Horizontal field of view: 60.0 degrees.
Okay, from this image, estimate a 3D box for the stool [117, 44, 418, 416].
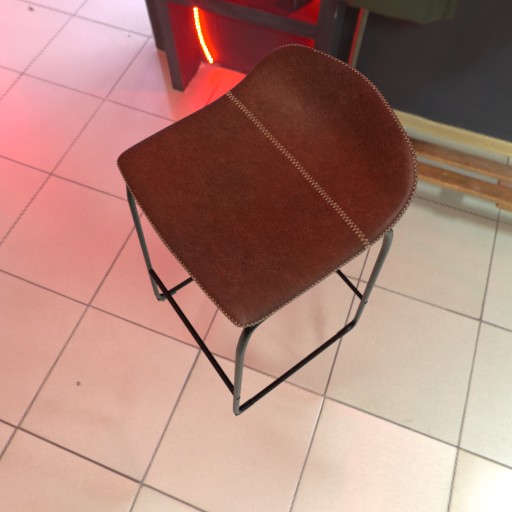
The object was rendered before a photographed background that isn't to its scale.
[{"bbox_3d":[0.000,0.000,1.061,0.473,0.830,0.454,-33,69,-15],"label":"stool"}]
